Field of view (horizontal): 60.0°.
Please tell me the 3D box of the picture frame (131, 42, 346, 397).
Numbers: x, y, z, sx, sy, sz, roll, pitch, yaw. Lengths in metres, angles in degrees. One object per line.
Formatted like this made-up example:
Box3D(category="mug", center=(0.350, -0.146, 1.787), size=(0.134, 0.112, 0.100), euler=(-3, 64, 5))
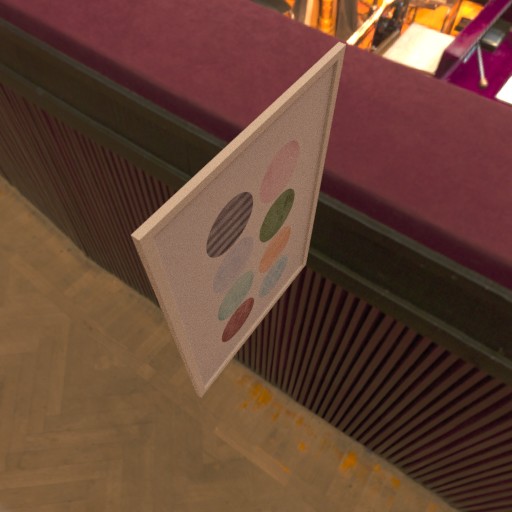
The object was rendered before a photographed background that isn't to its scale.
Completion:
Box3D(category="picture frame", center=(0.000, 0.000, 0.869), size=(0.013, 0.657, 0.457), euler=(32, 63, 18))
